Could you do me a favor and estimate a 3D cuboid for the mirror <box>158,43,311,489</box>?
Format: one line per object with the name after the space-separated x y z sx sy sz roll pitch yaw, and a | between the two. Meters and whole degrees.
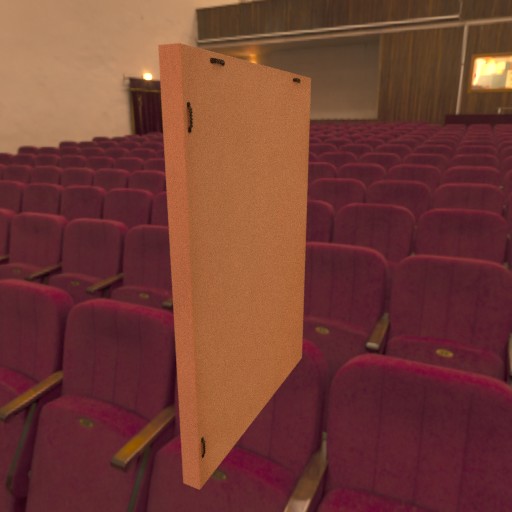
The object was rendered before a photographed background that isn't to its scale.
0.000 0.000 0.895 0.040 0.710 0.507 8 18 25 | mirror
